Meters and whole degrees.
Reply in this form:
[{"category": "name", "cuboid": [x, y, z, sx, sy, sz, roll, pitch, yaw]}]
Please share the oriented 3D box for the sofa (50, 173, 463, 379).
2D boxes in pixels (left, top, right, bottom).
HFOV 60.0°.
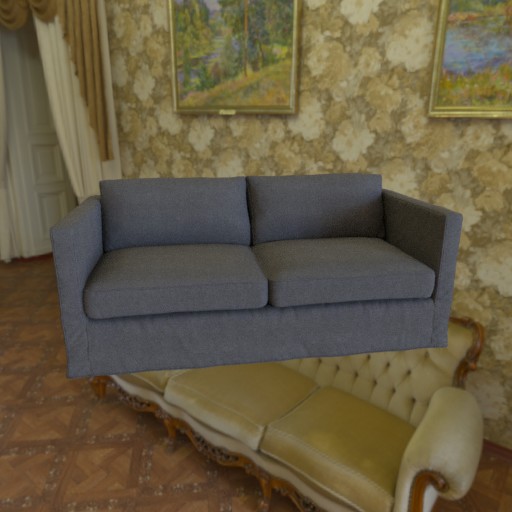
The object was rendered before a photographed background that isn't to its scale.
[{"category": "sofa", "cuboid": [0.000, 0.000, 2.542, 1.982, 0.855, 0.953, -3, 17, -9]}]
